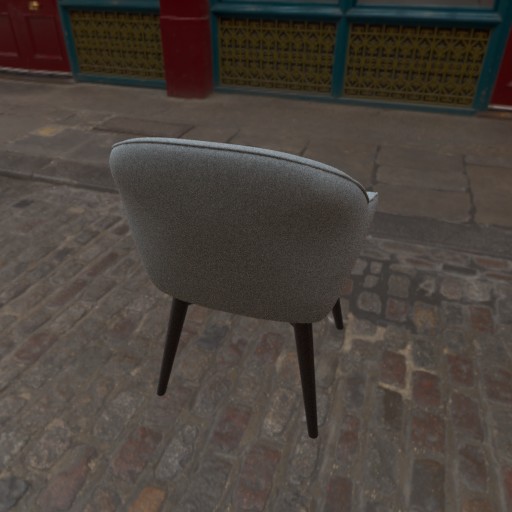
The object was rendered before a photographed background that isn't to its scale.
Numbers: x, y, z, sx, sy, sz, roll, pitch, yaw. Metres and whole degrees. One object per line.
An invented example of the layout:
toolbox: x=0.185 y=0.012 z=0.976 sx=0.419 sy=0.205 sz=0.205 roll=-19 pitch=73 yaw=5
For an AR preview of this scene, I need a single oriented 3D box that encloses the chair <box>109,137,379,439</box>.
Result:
chair: x=0.000 y=0.000 z=1.212 sx=0.589 sy=0.810 sz=0.611 roll=10 pitch=34 yaw=15
